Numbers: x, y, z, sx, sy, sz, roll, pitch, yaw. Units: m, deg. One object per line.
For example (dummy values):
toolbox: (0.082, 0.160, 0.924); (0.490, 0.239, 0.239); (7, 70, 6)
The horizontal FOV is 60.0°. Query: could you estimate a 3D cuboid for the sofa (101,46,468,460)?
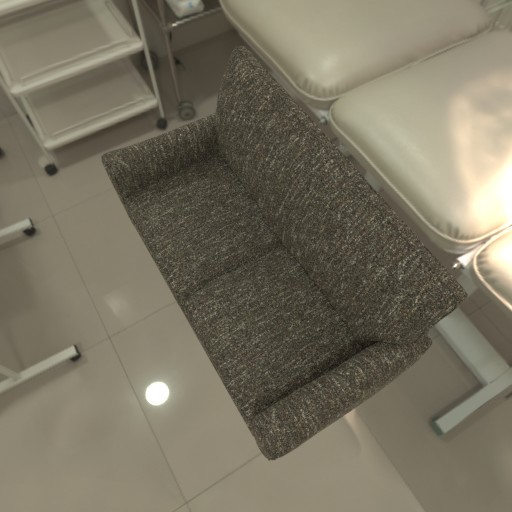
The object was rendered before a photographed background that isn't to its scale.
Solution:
sofa: (0.000, 0.000, 2.000); (0.801, 0.946, 1.519); (-28, 66, -14)
